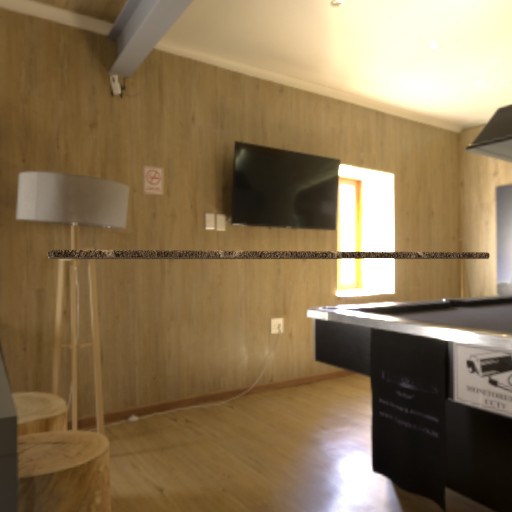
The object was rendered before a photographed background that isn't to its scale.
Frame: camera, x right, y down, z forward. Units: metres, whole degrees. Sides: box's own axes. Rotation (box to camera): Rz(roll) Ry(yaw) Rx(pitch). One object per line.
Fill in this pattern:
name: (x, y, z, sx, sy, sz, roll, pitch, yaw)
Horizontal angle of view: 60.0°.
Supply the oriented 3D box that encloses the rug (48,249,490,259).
rug: (0.000, 0.000, 2.256, 1.778, 0.030, 1.219, 0, 0, -17)
